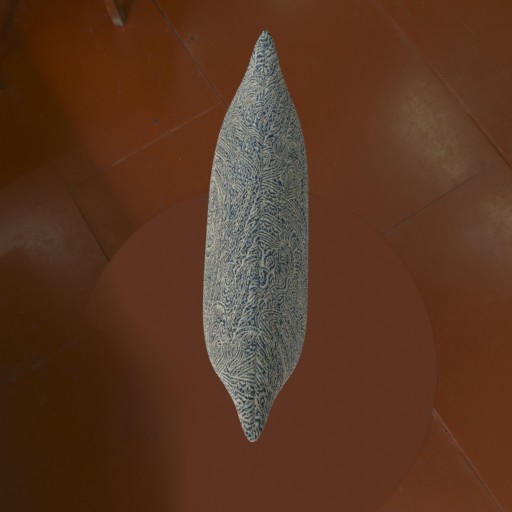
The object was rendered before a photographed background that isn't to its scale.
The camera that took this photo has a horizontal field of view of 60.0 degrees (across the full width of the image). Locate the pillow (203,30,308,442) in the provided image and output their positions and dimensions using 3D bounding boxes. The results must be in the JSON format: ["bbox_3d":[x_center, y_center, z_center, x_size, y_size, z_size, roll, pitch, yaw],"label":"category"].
[{"bbox_3d":[0.000,0.000,0.781,0.166,0.510,0.523,2,78,0],"label":"pillow"}]
